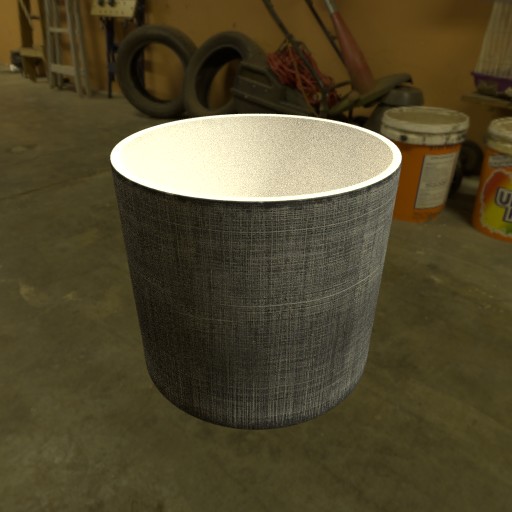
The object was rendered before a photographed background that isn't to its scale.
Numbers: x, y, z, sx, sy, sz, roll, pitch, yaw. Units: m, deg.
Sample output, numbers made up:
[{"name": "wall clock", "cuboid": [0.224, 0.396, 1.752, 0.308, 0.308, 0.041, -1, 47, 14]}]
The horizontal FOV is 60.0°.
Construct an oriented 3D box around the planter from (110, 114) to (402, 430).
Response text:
[{"name": "planter", "cuboid": [0.000, 0.000, 0.398, 0.221, 0.201, 0.221, 0, 30, 0]}]
